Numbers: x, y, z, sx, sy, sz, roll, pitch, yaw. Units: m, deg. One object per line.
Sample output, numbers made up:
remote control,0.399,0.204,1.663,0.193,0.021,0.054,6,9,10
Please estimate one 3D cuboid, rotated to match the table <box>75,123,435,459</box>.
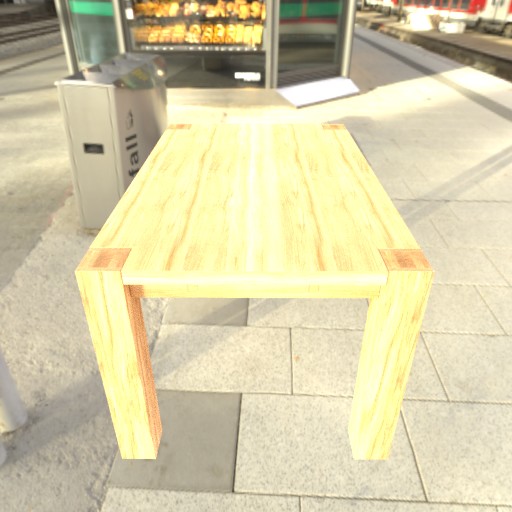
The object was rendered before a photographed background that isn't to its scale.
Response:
table,0.000,0.000,1.900,0.900,0.760,1.400,0,31,0
